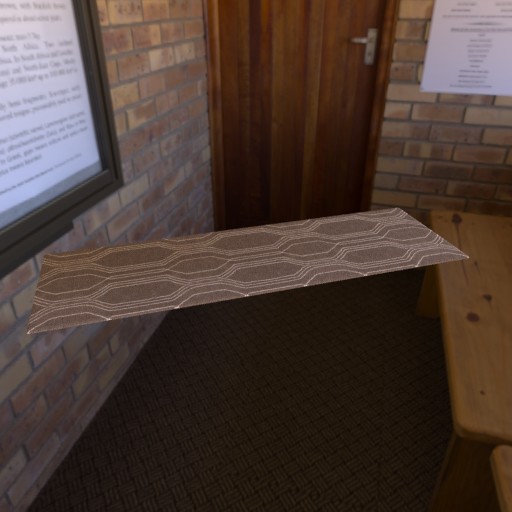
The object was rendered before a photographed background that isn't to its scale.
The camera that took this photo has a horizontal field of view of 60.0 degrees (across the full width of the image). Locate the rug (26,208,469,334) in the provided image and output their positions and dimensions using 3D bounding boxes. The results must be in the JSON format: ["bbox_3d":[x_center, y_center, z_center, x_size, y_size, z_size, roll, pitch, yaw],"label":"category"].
[{"bbox_3d":[0.000,0.000,2.689,2.464,0.012,0.773,-9,31,-14],"label":"rug"}]
